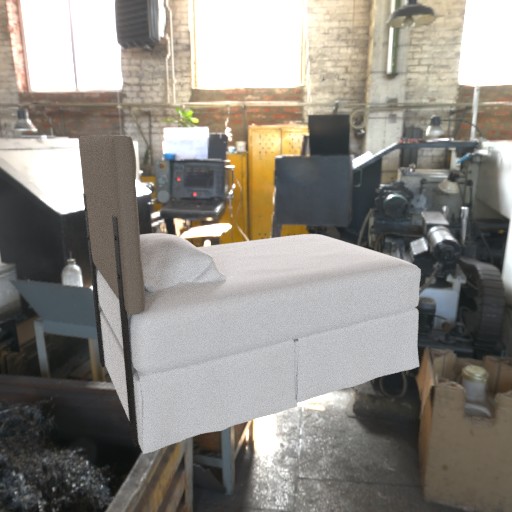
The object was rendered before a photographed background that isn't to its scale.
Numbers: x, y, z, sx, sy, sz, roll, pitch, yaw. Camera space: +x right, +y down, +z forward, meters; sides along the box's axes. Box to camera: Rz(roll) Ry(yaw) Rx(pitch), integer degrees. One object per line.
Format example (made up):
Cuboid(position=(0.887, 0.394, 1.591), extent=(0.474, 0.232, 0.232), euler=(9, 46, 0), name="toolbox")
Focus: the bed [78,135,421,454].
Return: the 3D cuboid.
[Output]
Cuboid(position=(0.000, 0.000, 2.993), extent=(1.997, 1.571, 1.261), euler=(-8, 17, -27), name="bed")
